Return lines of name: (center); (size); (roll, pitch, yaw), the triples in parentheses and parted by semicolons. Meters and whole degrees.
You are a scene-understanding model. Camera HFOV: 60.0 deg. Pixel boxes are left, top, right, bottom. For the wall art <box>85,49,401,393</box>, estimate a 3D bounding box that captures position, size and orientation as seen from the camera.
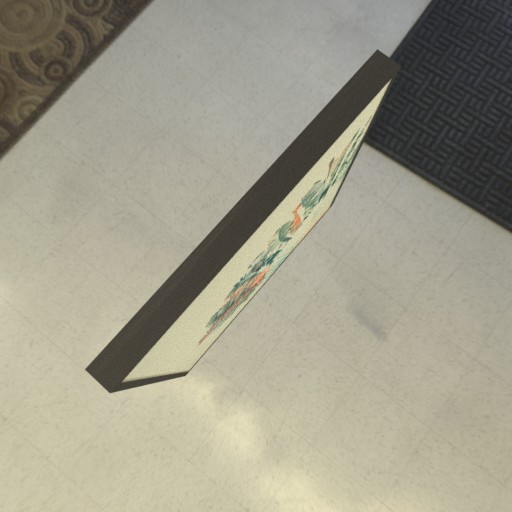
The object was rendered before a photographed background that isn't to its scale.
wall art: (0.000, 0.000, 0.752); (0.037, 0.507, 0.509); (40, 80, 9)
